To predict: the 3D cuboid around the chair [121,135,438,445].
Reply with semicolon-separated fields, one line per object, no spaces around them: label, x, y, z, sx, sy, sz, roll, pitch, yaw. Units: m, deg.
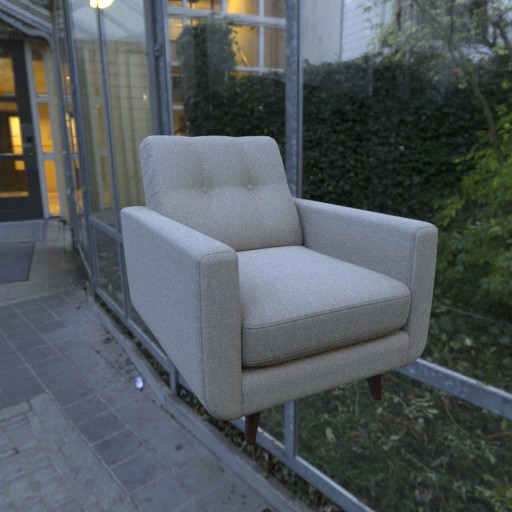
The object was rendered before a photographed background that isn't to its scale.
chair;0.000;0.000;1.826;0.897;0.965;1.128;-8;16;-27
